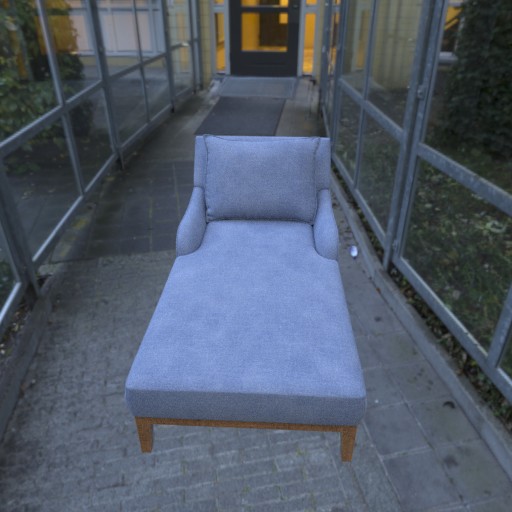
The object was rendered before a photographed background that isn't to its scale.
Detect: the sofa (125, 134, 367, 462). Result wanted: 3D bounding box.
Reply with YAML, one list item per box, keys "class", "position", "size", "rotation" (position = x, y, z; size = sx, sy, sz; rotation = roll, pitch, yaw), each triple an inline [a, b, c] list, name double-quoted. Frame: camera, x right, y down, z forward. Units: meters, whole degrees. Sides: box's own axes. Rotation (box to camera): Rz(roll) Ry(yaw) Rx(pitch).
- class: "sofa"
  position: [0.000, 0.000, 2.317]
  size: [0.904, 0.883, 1.779]
  rotation: [1, 31, 2]
